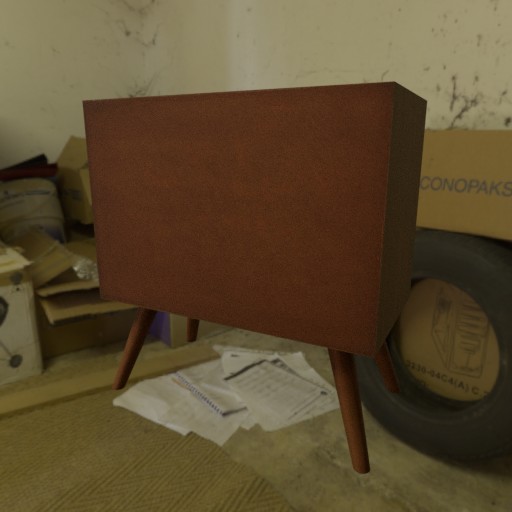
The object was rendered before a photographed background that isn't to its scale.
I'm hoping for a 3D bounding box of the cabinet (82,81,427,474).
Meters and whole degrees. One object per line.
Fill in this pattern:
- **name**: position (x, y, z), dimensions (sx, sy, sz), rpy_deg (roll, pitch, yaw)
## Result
- **cabinet**: position (0.000, 0.000, 1.127), dimensions (0.712, 0.748, 0.388), rpy_deg (7, 16, 27)
